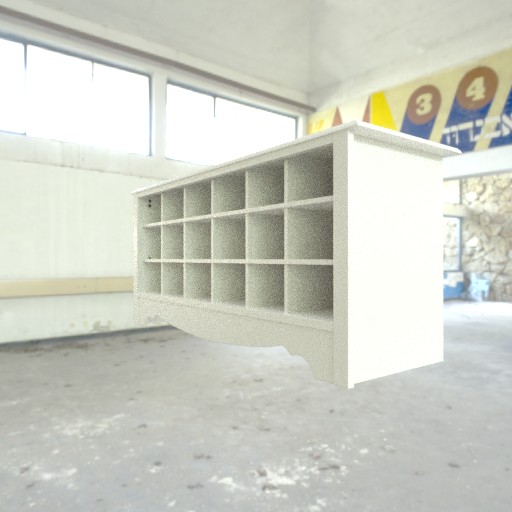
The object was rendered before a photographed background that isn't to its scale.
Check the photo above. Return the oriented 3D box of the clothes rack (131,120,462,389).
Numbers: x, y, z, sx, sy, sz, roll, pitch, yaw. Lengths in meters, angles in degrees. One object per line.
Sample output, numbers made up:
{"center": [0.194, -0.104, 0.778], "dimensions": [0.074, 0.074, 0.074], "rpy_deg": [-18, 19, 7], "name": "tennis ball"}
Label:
{"center": [0.000, 0.000, 1.500], "dimensions": [0.405, 0.558, 1.218], "rpy_deg": [0, 0, -37], "name": "clothes rack"}
